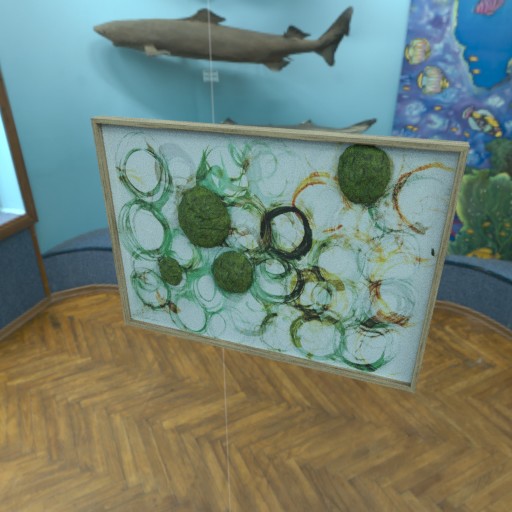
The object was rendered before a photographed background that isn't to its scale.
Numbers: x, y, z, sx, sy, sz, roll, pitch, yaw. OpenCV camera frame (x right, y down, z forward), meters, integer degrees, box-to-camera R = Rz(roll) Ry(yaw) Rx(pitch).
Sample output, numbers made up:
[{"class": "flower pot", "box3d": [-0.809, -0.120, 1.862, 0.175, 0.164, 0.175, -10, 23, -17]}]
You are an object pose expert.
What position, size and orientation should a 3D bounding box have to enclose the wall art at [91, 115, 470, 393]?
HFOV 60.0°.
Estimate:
[{"class": "wall art", "box3d": [0.000, 0.000, 1.089, 0.841, 0.609, 0.063, 9, 29, 17]}]
